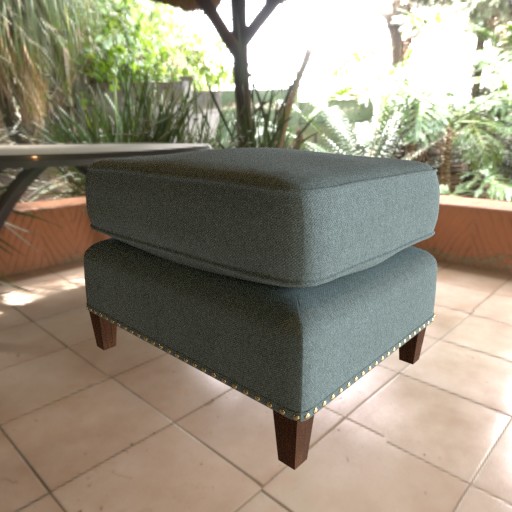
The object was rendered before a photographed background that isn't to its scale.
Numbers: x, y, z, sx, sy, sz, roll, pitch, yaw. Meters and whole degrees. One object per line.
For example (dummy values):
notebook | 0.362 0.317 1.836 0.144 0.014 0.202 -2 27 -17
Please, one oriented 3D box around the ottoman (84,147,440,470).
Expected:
ottoman | 0.000 0.000 1.127 0.738 0.537 0.589 14 21 40
